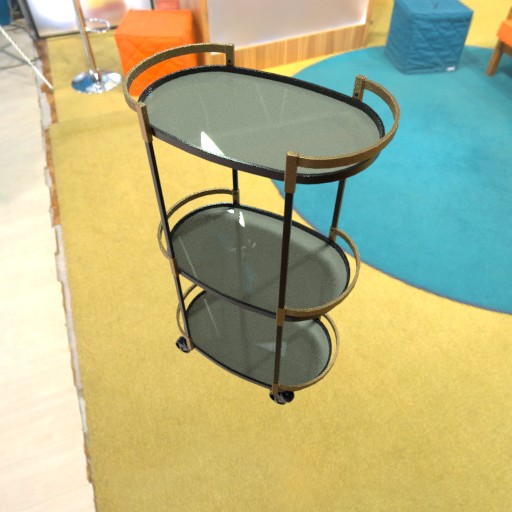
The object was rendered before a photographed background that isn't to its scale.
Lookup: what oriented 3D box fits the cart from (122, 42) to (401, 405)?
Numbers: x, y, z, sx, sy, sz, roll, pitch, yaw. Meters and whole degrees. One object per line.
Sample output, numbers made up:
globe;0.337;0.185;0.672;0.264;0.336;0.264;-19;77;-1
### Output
cart;0.000;0.000;1.121;0.515;0.885;0.311;23;52;20
